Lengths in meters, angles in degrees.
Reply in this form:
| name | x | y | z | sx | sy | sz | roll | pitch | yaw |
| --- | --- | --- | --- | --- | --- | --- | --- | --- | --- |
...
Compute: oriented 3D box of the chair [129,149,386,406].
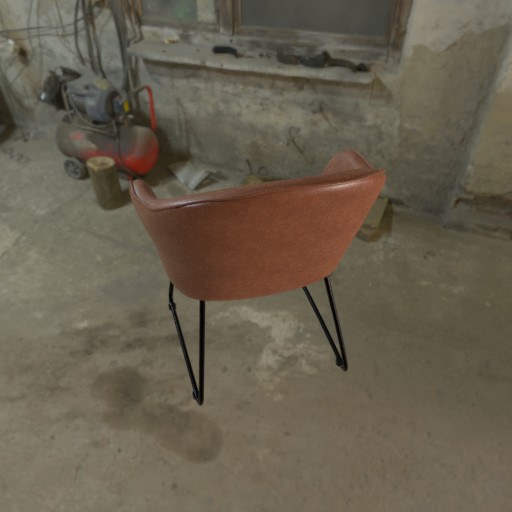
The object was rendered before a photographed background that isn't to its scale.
| name | x | y | z | sx | sy | sz | roll | pitch | yaw |
| --- | --- | --- | --- | --- | --- | --- | --- | --- | --- |
| chair | 0.000 | 0.000 | 1.194 | 0.582 | 0.785 | 0.580 | -11 | 42 | -12 |
